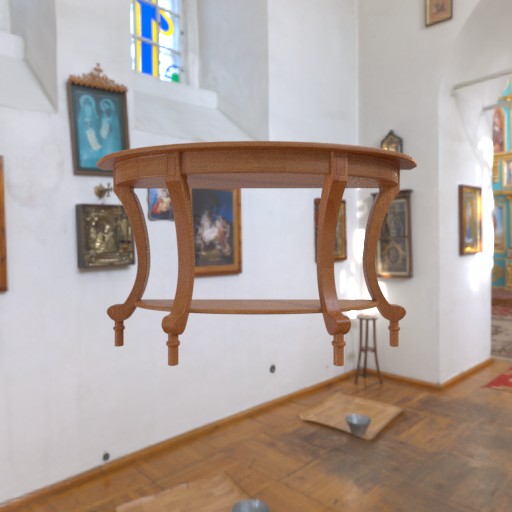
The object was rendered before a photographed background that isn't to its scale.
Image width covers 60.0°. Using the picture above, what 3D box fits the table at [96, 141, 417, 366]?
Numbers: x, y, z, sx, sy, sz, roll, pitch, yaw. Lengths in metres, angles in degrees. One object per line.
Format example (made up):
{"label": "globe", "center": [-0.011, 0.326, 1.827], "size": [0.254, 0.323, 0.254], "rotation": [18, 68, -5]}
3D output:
{"label": "table", "center": [0.000, 0.000, 1.523], "size": [1.198, 0.692, 0.394], "rotation": [0, 1, 0]}
